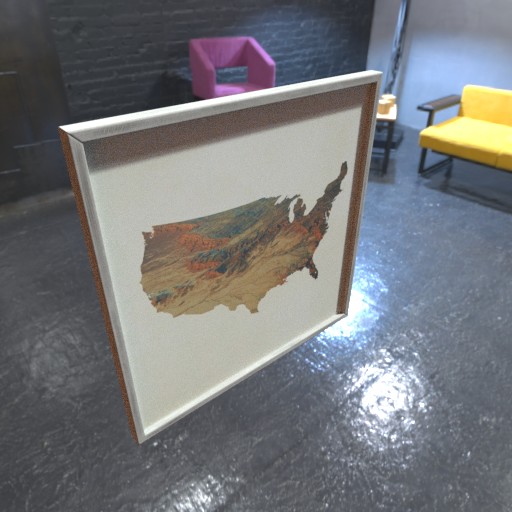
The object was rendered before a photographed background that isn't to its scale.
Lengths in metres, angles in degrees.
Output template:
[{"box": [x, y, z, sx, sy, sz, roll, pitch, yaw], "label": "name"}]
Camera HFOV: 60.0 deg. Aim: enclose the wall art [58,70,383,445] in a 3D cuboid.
[{"box": [0.000, 0.000, 0.430, 0.303, 0.303, 0.015, -24, 39, -32], "label": "wall art"}]
